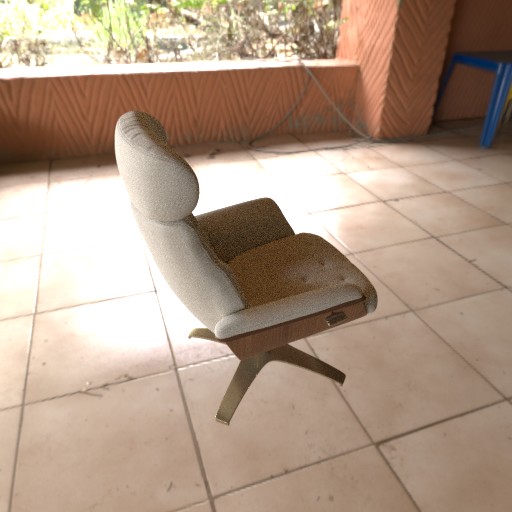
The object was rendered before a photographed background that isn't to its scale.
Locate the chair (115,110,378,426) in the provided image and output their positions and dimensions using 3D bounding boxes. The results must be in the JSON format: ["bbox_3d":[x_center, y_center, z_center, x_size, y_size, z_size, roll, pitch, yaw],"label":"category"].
[{"bbox_3d":[0.000,0.000,1.579,0.837,0.995,0.785,-11,32,-17],"label":"chair"}]
